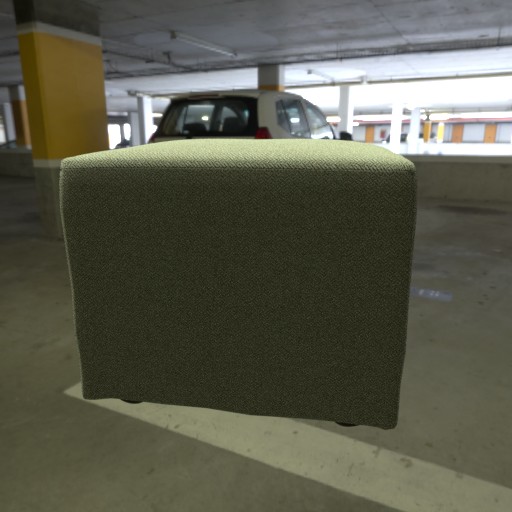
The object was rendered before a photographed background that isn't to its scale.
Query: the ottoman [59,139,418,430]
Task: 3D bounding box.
[{"bbox_3d":[0.000,0.000,0.886,0.521,0.453,0.512,3,15,10],"label":"ottoman"}]
